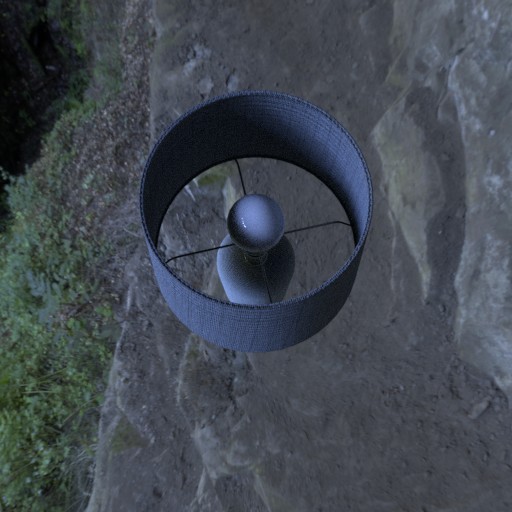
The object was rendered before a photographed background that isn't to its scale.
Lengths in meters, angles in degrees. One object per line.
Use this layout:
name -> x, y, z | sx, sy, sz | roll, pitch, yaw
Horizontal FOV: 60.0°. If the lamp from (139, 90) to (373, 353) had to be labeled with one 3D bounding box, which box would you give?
lamp -> 0.000, 0.000, 0.582 | 0.251, 0.429, 0.251 | 0, 76, 0
